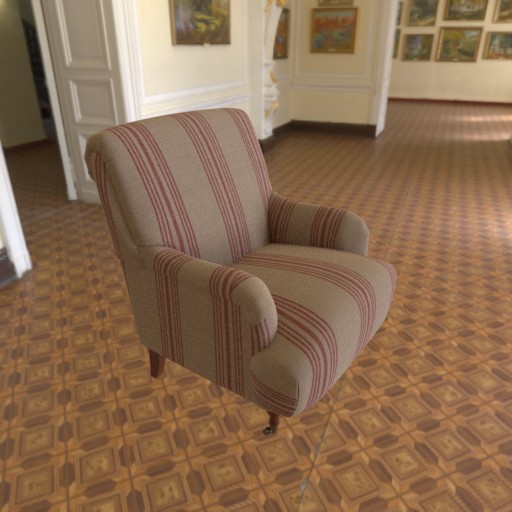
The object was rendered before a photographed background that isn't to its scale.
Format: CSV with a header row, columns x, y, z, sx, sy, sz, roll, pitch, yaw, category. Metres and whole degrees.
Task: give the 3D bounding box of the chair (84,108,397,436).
x,y,z,sx,sy,sz,roll,pitch,yaw,category
0.000,0.000,1.916,1.058,1.123,0.933,17,30,32,chair
